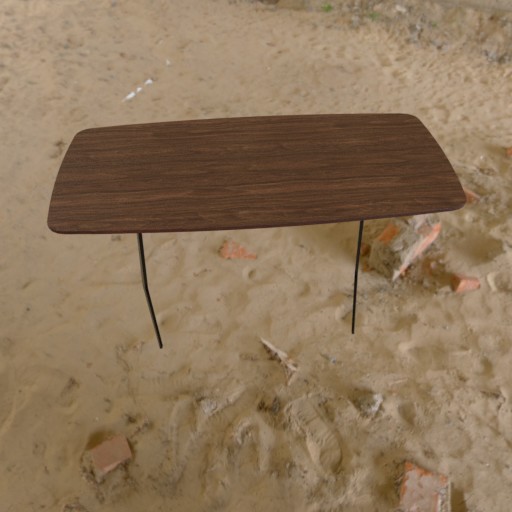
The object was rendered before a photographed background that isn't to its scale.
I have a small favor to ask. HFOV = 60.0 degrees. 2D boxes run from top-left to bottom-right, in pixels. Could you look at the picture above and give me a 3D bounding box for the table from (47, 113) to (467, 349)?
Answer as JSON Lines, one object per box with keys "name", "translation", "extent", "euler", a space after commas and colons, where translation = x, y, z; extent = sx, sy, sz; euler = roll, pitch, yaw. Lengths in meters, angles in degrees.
{"name": "table", "translation": [0.000, 0.000, 1.132], "extent": [0.804, 0.576, 0.361], "euler": [-4, 49, -3]}
